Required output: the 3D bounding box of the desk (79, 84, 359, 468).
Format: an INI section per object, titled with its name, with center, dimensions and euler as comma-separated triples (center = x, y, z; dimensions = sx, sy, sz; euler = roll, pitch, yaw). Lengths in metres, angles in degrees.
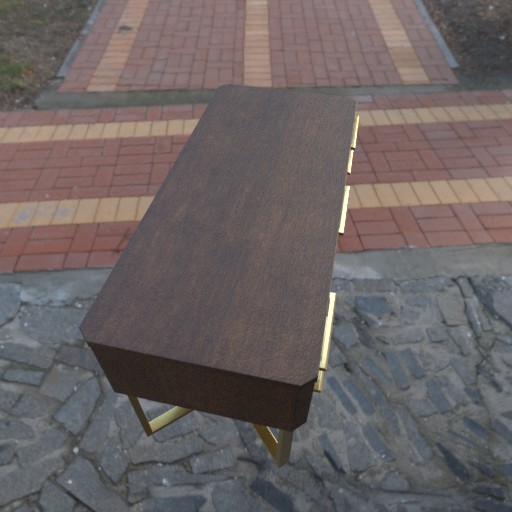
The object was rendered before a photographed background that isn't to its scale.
[desk]
center = 0.000, 0.000, 1.913
dimensions = 0.684, 0.762, 1.479
euler = 9, 49, 8
